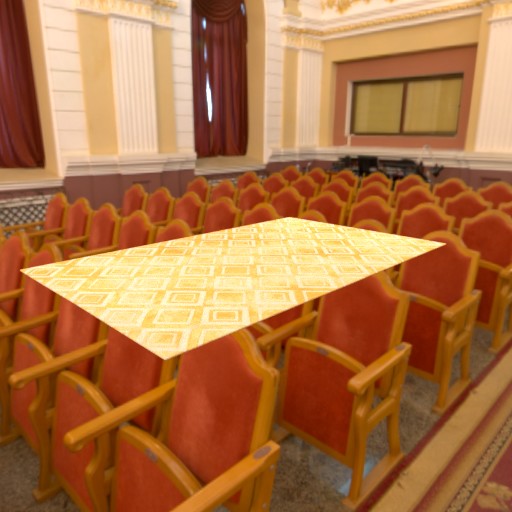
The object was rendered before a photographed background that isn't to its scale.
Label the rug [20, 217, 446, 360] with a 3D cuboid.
[{"bbox_3d":[0.000,0.000,2.911,1.511,0.010,2.424,15,21,43],"label":"rug"}]
